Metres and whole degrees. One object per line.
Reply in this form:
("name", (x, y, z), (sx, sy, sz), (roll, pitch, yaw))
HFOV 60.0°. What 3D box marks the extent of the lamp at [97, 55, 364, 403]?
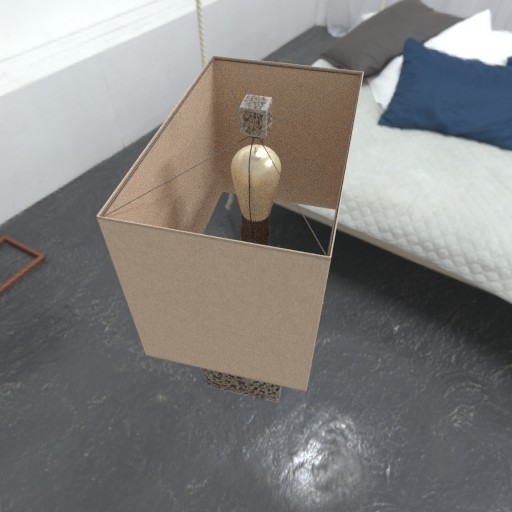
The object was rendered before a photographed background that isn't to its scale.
("lamp", (0.000, 0.000, 0.551), (0.180, 0.411, 0.294), (10, 48, 9))
